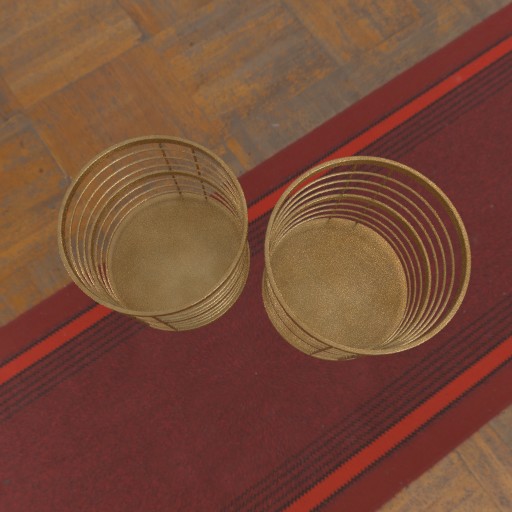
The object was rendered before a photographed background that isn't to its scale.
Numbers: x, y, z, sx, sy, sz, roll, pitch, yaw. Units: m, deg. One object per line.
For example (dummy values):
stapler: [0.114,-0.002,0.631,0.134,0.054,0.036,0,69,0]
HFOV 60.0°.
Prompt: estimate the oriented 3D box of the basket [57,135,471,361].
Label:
basket: [0.000,0.000,0.942,0.746,0.351,0.356,10,75,3]
